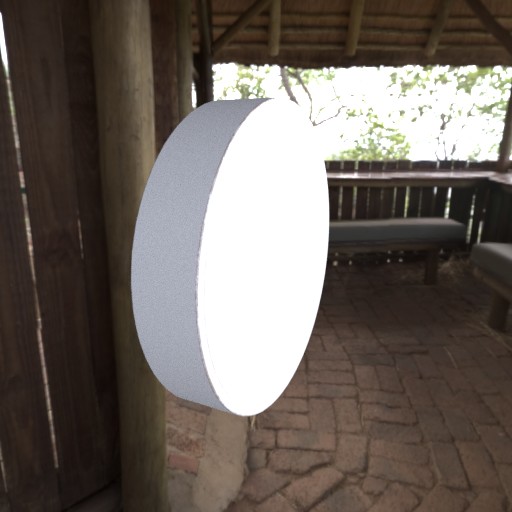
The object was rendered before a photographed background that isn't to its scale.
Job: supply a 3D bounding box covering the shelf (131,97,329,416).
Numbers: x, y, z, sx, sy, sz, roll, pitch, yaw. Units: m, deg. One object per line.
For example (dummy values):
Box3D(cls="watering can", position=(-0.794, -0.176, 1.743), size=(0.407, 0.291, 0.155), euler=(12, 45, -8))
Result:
Box3D(cls="shelf", position=(0.000, 0.000, 1.202), size=(0.158, 0.807, 0.806), euler=(7, 16, 26))
